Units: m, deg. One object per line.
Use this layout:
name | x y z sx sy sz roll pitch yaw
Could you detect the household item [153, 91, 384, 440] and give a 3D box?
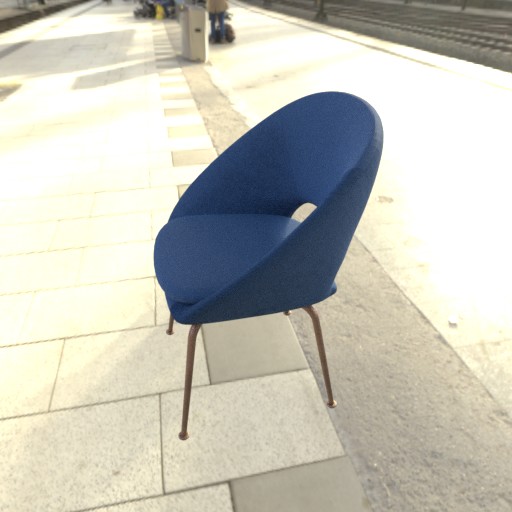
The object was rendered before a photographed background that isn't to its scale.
household item | 0.000 0.000 1.273 0.573 0.852 0.623 -8 33 -12
